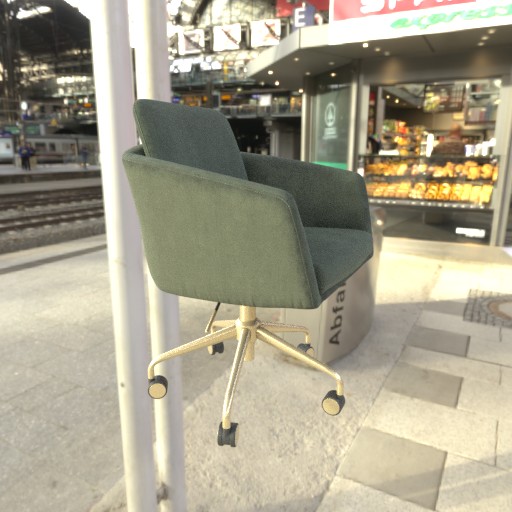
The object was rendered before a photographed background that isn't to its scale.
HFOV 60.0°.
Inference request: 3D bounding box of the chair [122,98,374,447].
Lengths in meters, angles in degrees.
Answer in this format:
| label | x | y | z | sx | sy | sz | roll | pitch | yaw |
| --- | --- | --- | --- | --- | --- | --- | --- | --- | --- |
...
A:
| label | x | y | z | sx | sy | sz | roll | pitch | yaw |
| --- | --- | --- | --- | --- | --- | --- | --- | --- | --- |
| chair | 0.000 | 0.000 | 1.351 | 0.635 | 0.908 | 0.641 | 7 | 15 | 27 |
